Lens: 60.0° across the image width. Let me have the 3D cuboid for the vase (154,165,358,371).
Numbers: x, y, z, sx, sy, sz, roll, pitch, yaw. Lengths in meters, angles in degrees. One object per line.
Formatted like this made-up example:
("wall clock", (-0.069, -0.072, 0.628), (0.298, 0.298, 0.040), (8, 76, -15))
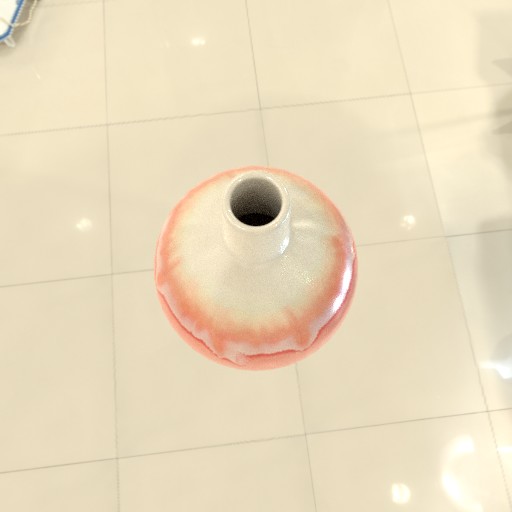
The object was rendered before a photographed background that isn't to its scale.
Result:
("vase", (0.000, 0.000, 0.274), (0.137, 0.176, 0.137), (0, 74, 0))
